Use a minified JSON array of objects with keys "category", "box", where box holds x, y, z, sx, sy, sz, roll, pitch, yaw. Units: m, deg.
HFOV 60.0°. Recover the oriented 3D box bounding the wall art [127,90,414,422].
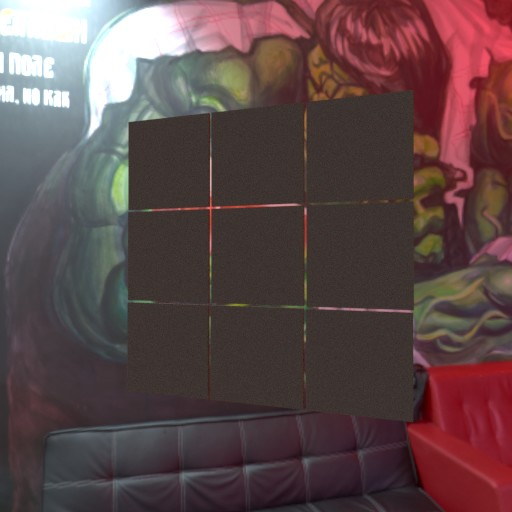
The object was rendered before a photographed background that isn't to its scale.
[{"category":"wall art","box":[0.000,0.000,2.276,1.527,1.521,0.017,0,0,18]}]
